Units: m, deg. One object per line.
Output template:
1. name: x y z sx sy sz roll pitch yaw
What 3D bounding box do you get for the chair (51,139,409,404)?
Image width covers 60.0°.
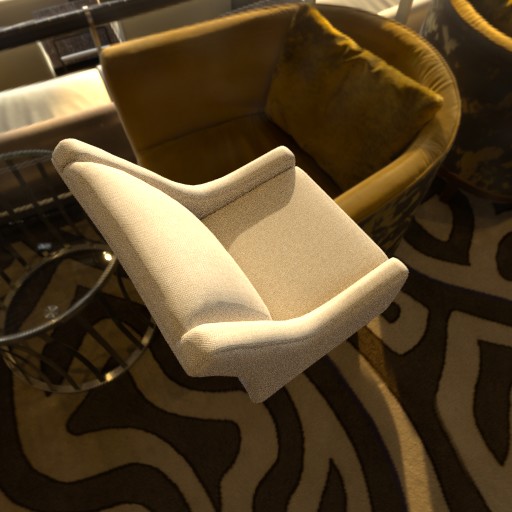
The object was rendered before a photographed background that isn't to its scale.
1. chair: 0.000 0.000 1.602 0.870 1.014 0.774 -32 65 -17
